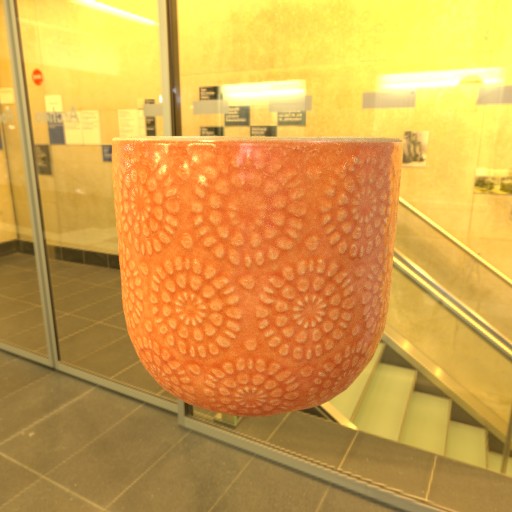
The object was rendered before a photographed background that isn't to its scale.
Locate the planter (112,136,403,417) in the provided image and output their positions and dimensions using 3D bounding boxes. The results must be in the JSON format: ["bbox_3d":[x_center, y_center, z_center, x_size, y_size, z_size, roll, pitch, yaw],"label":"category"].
[{"bbox_3d":[0.000,0.000,0.281,0.170,0.152,0.170,0,15,0],"label":"planter"}]
